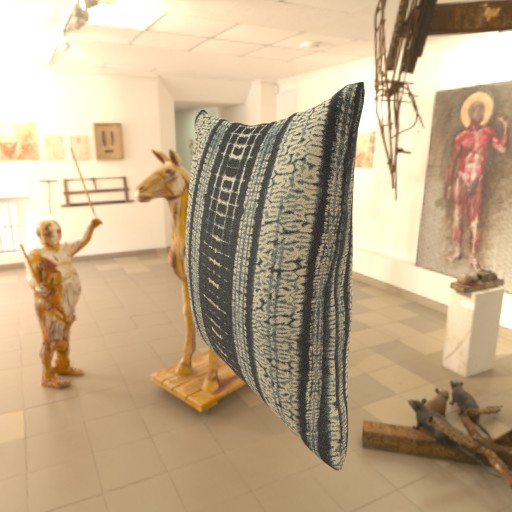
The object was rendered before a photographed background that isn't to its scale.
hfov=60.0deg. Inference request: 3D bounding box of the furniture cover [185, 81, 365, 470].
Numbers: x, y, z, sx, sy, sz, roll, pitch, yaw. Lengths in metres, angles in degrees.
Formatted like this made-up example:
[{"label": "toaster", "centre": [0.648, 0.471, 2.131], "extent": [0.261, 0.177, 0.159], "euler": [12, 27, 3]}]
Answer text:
[{"label": "furniture cover", "centre": [0.000, 0.000, 0.651], "extent": [0.133, 0.435, 0.425], "euler": [-7, 16, -28]}]
